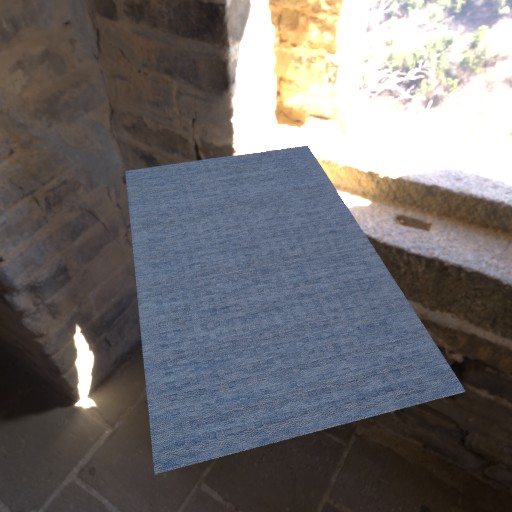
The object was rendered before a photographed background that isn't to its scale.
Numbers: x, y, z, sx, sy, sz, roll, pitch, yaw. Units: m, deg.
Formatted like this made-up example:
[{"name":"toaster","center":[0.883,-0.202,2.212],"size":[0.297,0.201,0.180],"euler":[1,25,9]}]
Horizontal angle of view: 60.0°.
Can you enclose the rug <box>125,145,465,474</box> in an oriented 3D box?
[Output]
[{"name":"rug","center":[0.000,0.000,2.134],"size":[1.142,0.006,1.752],"euler":[-11,46,-10]}]
